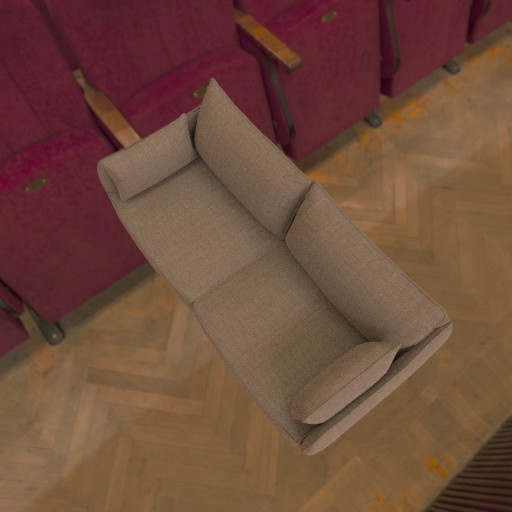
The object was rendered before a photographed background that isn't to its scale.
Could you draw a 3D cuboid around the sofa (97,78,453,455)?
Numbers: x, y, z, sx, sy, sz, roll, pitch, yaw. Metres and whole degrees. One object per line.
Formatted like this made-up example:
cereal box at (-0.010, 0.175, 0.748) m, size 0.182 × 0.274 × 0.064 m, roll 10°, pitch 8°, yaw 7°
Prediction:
sofa at (0.000, 0.000, 2.503) m, size 0.972 × 0.851 × 1.989 m, roll -35°, pitch 69°, yaw -16°
